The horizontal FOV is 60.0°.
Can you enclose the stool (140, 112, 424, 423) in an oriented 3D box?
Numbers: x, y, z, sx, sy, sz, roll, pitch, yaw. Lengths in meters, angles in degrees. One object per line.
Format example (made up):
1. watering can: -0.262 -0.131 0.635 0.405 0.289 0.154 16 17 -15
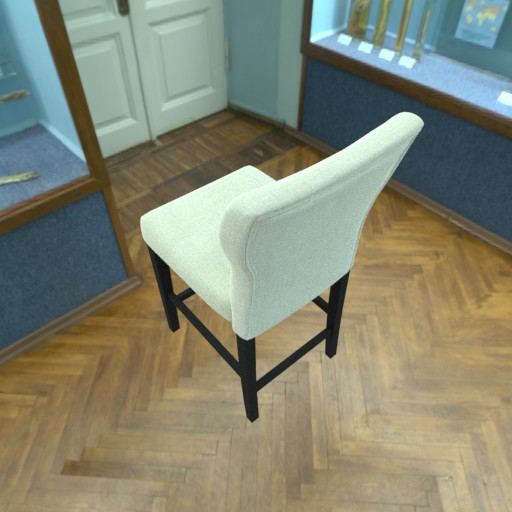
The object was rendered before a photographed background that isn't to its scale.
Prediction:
1. stool: 0.000 0.000 1.339 0.514 0.972 0.603 -31 53 -27
